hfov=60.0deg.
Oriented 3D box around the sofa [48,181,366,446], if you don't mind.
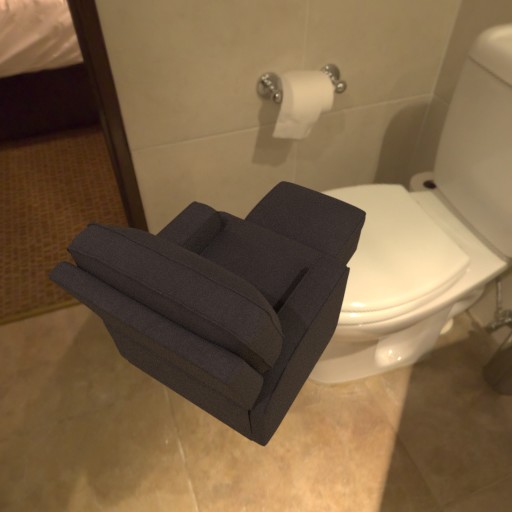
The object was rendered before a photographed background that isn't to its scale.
[{"bbox_3d":[0.000,0.000,2.038,0.861,0.959,1.472,25,51,22],"label":"sofa"}]
